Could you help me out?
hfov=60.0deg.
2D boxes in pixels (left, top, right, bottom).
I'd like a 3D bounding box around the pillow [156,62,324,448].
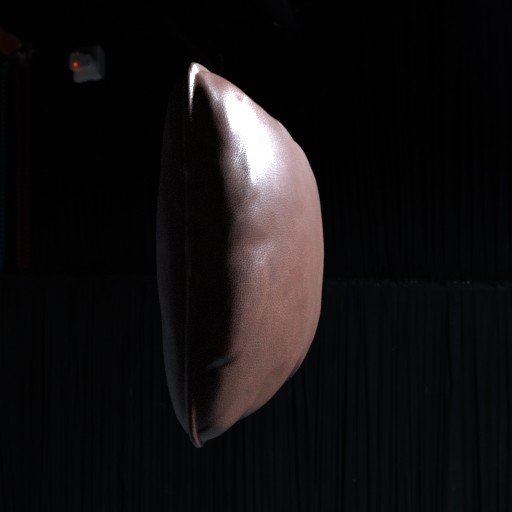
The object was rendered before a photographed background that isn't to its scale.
[{"bbox_3d":[0.000,0.000,0.818,0.236,0.523,0.532,0,0,19],"label":"pillow"}]
